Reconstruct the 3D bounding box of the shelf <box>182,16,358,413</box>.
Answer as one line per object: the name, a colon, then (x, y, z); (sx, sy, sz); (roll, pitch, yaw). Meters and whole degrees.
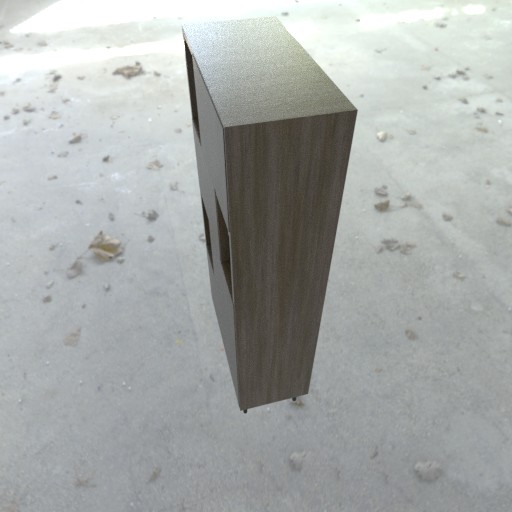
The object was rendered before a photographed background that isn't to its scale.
shelf: (0.000, 0.000, 1.776); (0.323, 1.545, 0.670); (-11, 46, -10)
